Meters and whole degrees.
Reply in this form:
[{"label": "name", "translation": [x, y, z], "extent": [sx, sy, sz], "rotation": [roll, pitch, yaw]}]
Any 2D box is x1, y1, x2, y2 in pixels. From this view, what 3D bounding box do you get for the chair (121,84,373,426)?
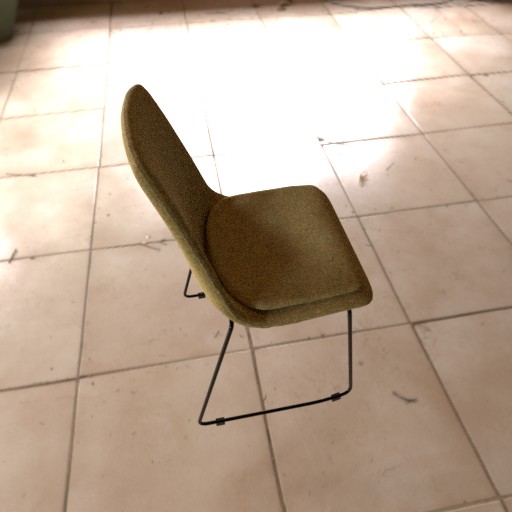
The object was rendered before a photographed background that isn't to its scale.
[{"label": "chair", "translation": [0.000, 0.000, 1.131], "extent": [0.496, 0.849, 0.479], "rotation": [-8, 48, -8]}]
